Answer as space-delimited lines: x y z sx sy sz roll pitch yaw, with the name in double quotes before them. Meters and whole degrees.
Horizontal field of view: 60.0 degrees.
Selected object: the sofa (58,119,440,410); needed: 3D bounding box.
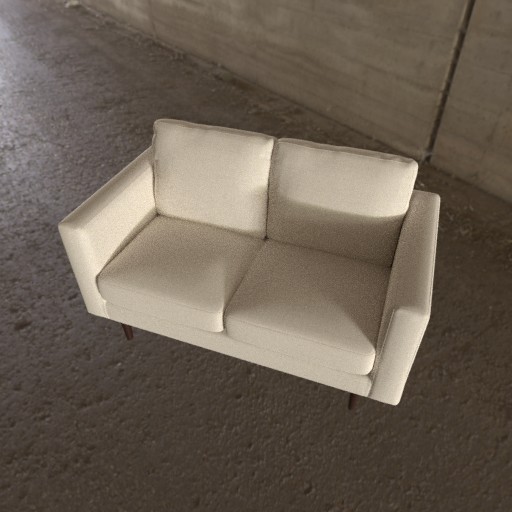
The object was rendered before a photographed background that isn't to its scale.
"sofa" 0.000 0.000 1.978 1.430 0.908 0.796 13 42 15
